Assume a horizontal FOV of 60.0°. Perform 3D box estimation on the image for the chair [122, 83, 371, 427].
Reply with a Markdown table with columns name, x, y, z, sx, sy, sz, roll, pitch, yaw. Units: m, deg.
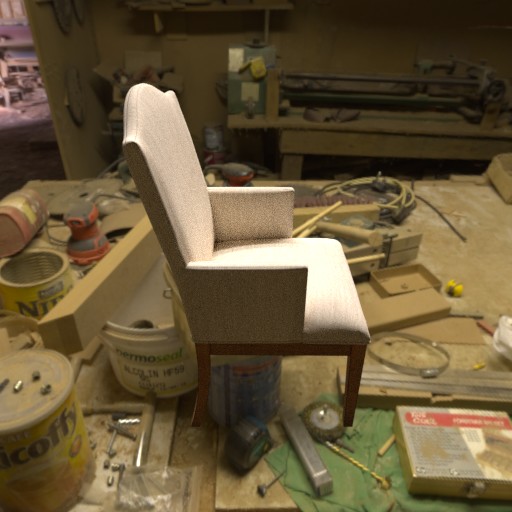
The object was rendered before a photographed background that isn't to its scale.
| name | x | y | z | sx | sy | sz | roll | pitch | yaw |
| --- | --- | --- | --- | --- | --- | --- | --- | --- | --- |
| chair | 0.000 | 0.000 | 1.383 | 0.641 | 1.016 | 0.533 | 0 | 32 | 0 |
